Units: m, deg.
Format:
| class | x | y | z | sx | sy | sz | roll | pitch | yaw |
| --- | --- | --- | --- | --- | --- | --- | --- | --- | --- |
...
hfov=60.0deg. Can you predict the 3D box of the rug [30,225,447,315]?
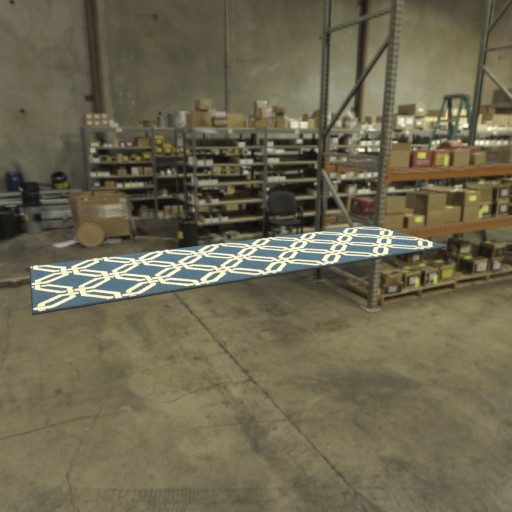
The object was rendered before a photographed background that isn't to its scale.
| class | x | y | z | sx | sy | sz | roll | pitch | yaw |
| --- | --- | --- | --- | --- | --- | --- | --- | --- | --- |
| rug | 0.000 | 0.000 | 2.490 | 2.276 | 0.014 | 0.678 | -8 | 18 | -26 |
